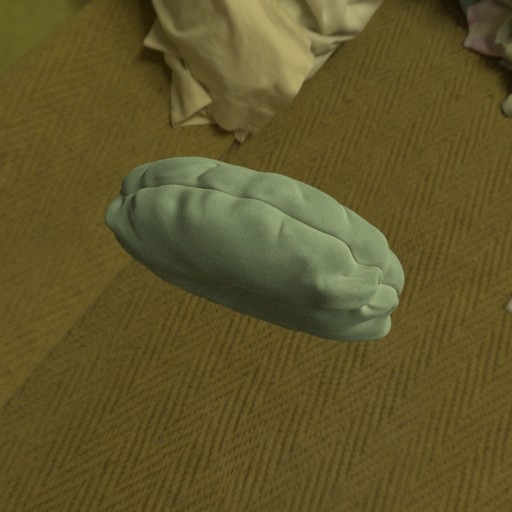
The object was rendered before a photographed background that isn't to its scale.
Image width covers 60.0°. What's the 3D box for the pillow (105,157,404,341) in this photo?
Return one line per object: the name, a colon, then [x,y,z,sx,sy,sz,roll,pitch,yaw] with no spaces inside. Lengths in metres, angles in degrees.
pillow: [0.000,0.000,0.640,0.428,0.407,0.148,20,76,5]
